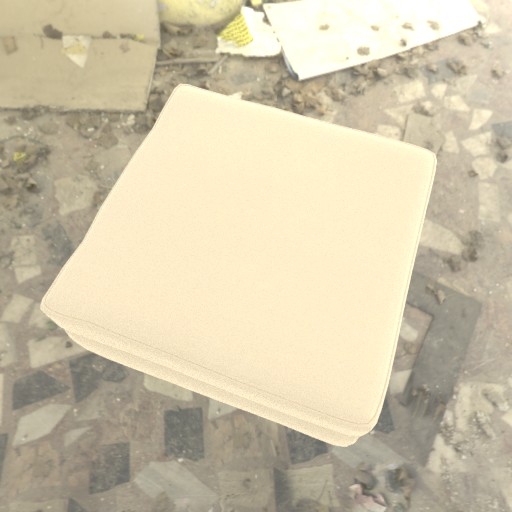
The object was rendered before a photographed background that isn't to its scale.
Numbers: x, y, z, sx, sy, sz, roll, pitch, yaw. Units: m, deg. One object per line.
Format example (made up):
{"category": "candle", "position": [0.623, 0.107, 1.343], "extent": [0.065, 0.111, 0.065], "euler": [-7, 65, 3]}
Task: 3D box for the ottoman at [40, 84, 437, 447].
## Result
{"category": "ottoman", "position": [0.000, 0.000, 1.329], "extent": [0.838, 0.479, 0.838], "euler": [18, 64, 9]}
